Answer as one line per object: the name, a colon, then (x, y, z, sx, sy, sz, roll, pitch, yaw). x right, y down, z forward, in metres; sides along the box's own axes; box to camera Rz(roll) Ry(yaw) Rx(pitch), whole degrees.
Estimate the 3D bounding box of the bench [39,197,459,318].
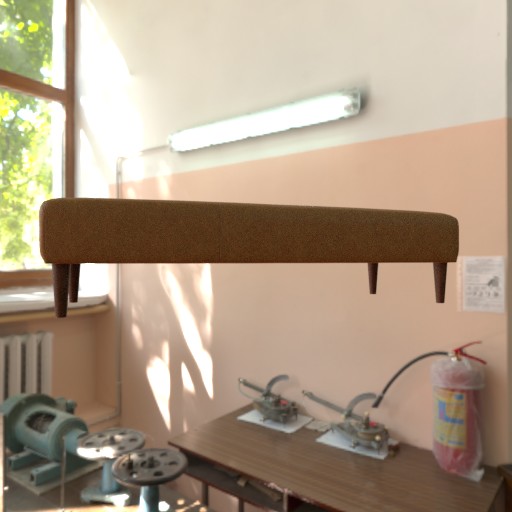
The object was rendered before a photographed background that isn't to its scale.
bench: (0.000, 0.000, 1.896, 1.610, 0.399, 0.653, 0, 0, -18)
